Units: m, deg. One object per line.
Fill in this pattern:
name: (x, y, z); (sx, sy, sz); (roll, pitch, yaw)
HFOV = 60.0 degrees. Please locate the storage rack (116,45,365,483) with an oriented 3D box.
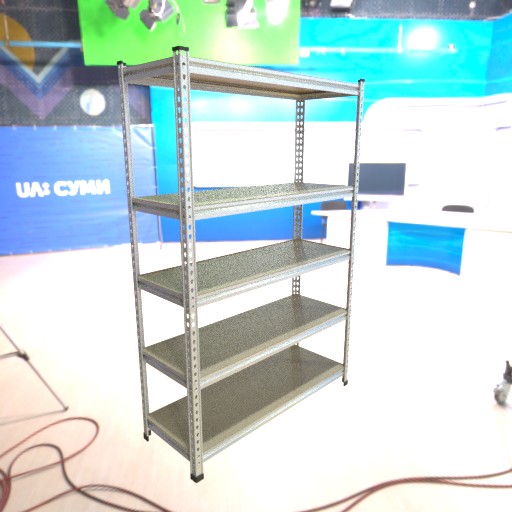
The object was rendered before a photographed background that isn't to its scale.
storage rack: (0.000, 0.000, 2.354); (1.219, 1.829, 0.457); (-14, 20, -43)
